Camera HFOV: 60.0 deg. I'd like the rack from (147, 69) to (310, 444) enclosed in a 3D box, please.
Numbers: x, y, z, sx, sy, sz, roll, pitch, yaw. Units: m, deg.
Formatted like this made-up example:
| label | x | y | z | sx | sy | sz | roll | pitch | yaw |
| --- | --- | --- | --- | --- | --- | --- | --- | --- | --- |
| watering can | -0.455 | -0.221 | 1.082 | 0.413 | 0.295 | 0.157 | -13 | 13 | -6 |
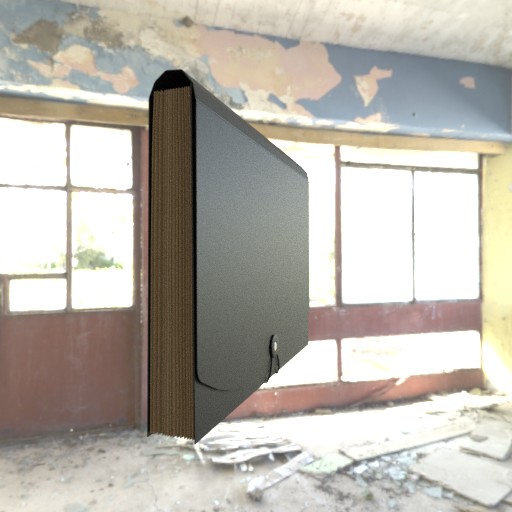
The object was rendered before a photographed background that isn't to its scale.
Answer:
| label | x | y | z | sx | sy | sz | roll | pitch | yaw |
| --- | --- | --- | --- | --- | --- | --- | --- | --- | --- |
| rack | 0.000 | 0.000 | 0.441 | 0.041 | 0.241 | 0.330 | 0 | 0 | 19 |
